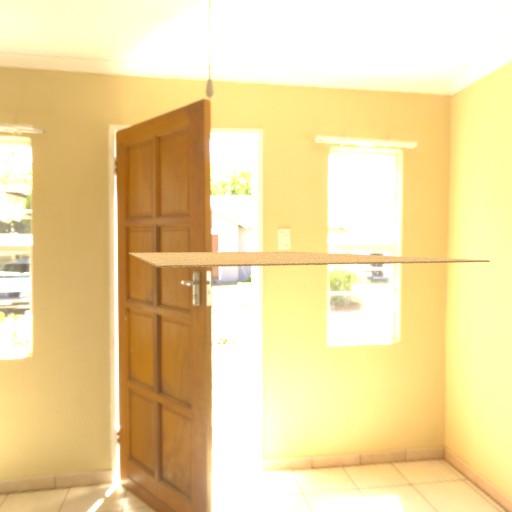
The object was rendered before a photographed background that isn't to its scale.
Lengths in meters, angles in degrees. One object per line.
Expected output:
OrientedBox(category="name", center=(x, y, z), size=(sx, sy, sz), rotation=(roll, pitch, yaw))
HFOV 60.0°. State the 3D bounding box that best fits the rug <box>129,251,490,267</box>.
OrientedBox(category="rug", center=(0.000, 0.000, 2.201), size=(1.142, 0.006, 1.752), rotation=(-1, 2, -18))
